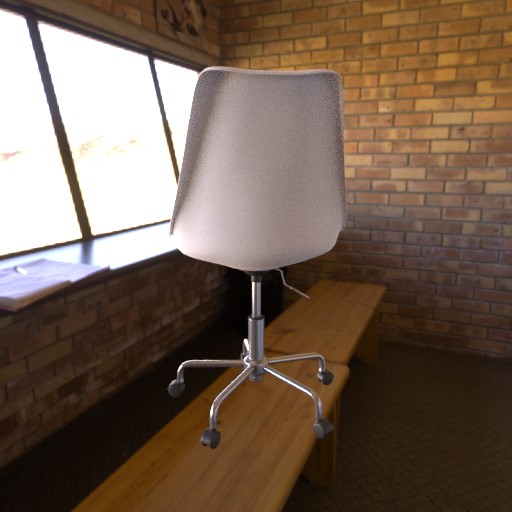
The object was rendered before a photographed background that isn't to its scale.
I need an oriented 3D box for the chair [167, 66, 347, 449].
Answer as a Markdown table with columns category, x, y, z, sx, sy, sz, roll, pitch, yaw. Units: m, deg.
| category | x | y | z | sx | sy | sz | roll | pitch | yaw |
| --- | --- | --- | --- | --- | --- | --- | --- | --- | --- |
| chair | 0.000 | 0.000 | 1.284 | 0.550 | 0.930 | 0.550 | -2 | 13 | -8 |
